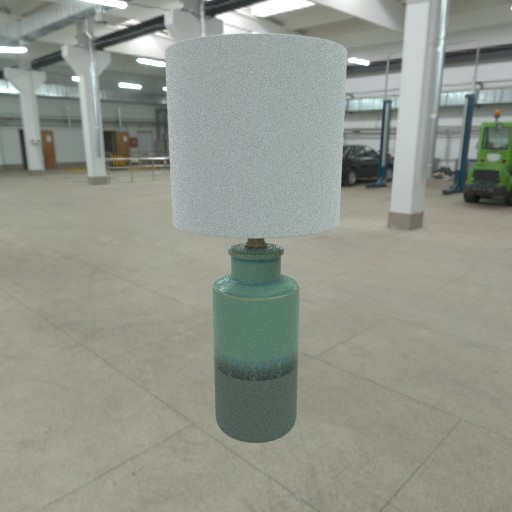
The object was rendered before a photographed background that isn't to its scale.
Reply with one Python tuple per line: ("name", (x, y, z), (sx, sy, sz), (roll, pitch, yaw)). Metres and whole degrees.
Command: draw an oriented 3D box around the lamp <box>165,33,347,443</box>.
("lamp", (0.000, 0.000, 0.586), (0.212, 0.493, 0.212), (2, 15, 9))
